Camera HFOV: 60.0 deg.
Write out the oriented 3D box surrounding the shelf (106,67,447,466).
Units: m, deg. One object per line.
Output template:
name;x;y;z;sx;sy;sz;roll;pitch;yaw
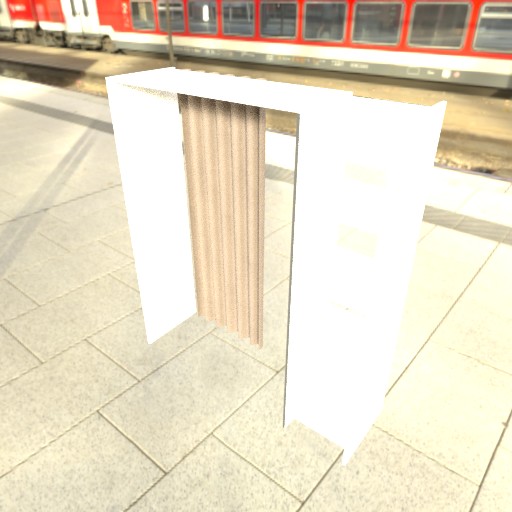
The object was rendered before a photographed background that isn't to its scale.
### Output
shelf;0.000;0.000;2.521;1.600;1.820;0.500;22;37;32
